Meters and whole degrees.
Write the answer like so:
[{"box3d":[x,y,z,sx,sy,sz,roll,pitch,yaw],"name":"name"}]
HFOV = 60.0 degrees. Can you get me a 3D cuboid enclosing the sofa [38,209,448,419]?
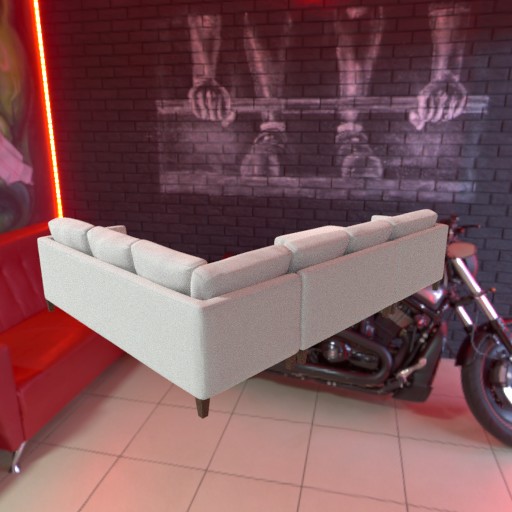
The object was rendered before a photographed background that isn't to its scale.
[{"box3d":[0.000,0.000,4.606,3.459,0.956,2.593,-15,21,-43],"name":"sofa"}]
